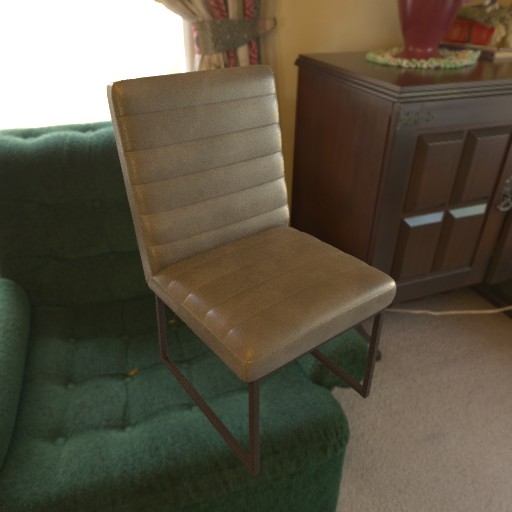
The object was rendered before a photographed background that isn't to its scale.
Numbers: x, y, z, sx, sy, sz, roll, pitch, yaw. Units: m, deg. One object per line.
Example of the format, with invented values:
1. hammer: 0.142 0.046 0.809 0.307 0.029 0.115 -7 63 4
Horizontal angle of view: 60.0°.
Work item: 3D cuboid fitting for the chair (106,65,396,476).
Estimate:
1. chair: 0.000 0.000 1.273 0.520 0.930 0.634 -21 37 -31
